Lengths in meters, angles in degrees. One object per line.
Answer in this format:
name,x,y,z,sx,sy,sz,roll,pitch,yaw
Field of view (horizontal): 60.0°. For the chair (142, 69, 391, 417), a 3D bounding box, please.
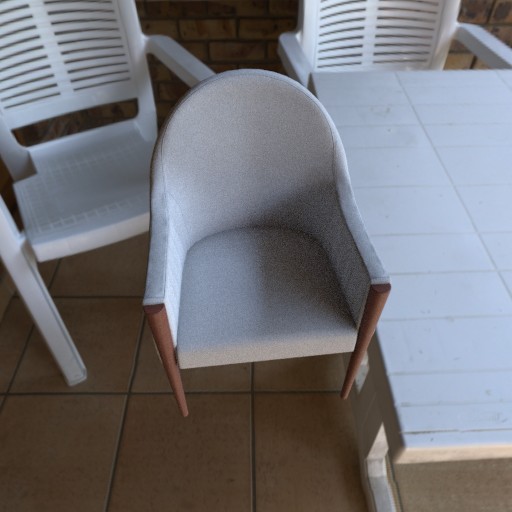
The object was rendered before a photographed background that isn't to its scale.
chair,0.000,0.000,1.353,0.610,0.889,0.620,-5,47,-4
